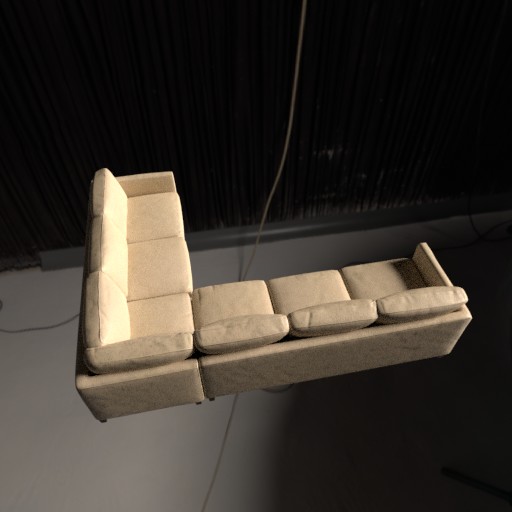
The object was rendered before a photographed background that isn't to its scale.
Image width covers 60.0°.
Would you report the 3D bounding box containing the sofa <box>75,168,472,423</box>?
[{"bbox_3d":[0.000,0.000,4.533,3.302,0.947,2.593,-8,48,-8],"label":"sofa"}]
